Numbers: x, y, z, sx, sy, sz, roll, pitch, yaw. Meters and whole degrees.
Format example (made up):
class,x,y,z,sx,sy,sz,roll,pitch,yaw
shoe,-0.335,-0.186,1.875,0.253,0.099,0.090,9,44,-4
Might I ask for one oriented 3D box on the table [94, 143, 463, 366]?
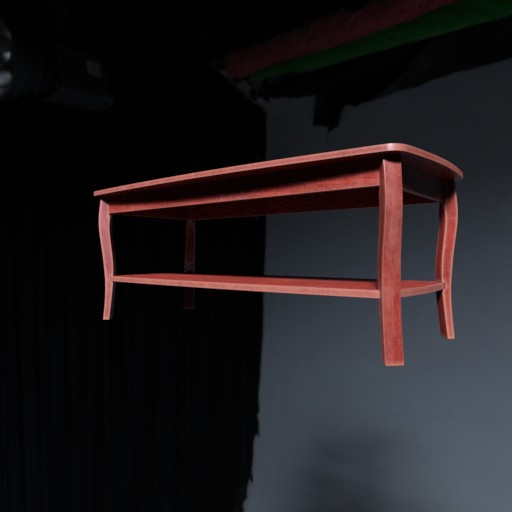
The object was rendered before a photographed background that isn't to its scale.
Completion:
class,x,y,z,sx,sy,sz,roll,pitch,yaw
table,0.000,0.000,1.478,1.216,0.473,0.561,0,0,39
